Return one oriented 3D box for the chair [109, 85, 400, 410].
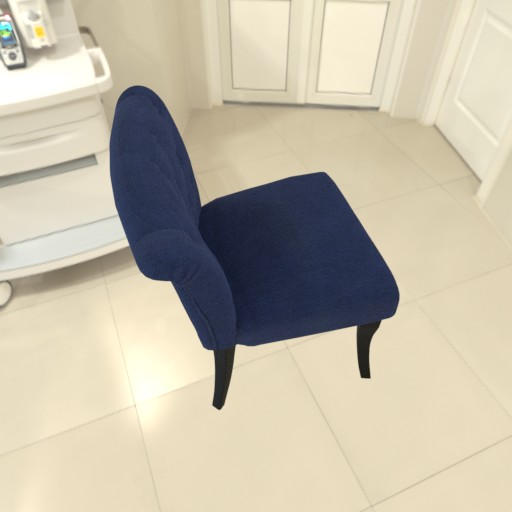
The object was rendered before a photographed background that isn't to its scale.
[{"bbox_3d":[0.000,0.000,1.185,0.606,0.753,0.585,-12,49,-11],"label":"chair"}]
